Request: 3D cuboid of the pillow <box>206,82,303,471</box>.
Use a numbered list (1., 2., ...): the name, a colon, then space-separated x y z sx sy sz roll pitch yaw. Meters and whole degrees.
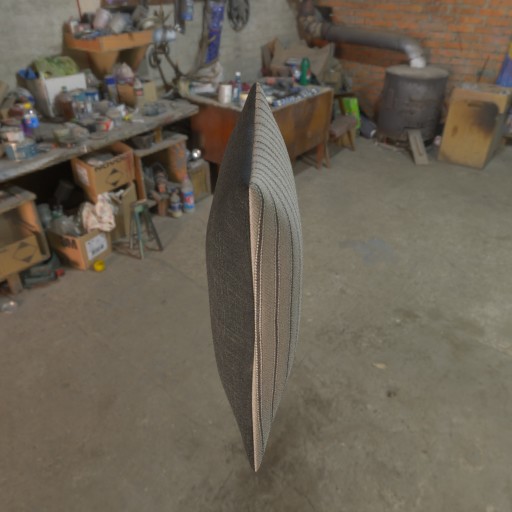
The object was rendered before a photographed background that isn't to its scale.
1. pillow: 0.000 0.000 0.712 0.138 0.444 0.468 0 32 1
